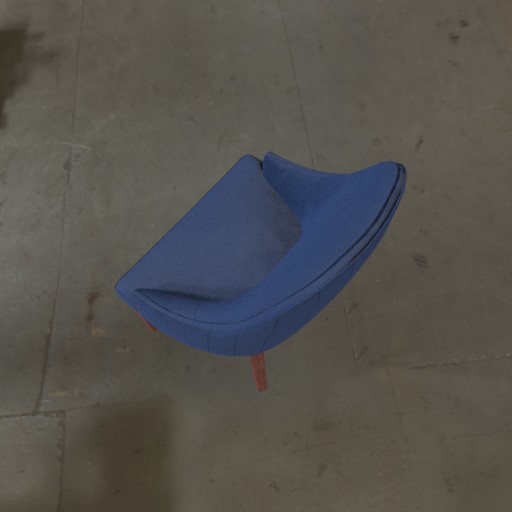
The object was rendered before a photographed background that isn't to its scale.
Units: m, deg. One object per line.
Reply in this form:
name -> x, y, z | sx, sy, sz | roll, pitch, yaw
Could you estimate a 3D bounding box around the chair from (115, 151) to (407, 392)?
chair -> 0.000, 0.000, 1.269 | 0.575, 0.889, 0.643 | 35, 69, 16
